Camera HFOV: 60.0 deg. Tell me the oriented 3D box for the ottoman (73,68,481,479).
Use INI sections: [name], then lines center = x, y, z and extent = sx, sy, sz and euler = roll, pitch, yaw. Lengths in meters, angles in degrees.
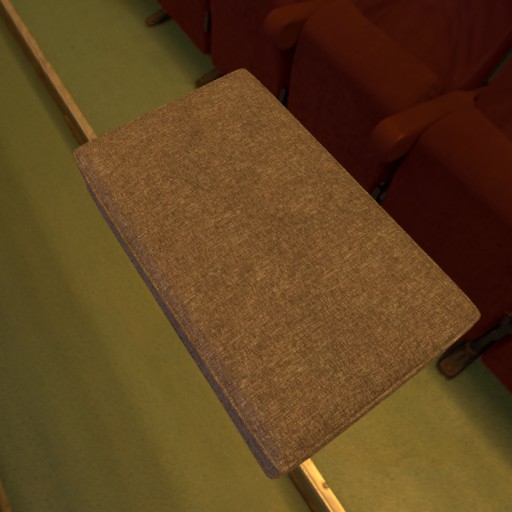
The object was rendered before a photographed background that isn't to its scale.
[ottoman]
center = 0.000, 0.000, 1.488
extent = 0.717, 0.487, 1.184
euler = -31, 67, -15
